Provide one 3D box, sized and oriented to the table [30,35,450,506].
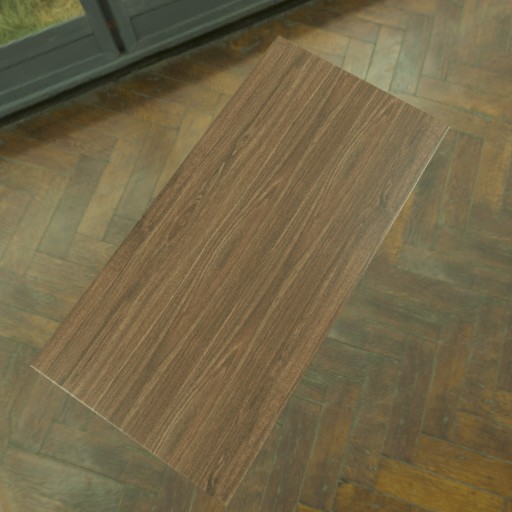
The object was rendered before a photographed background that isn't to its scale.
[{"bbox_3d":[0.000,0.000,1.412,0.600,0.400,1.200,32,77,8],"label":"table"}]
